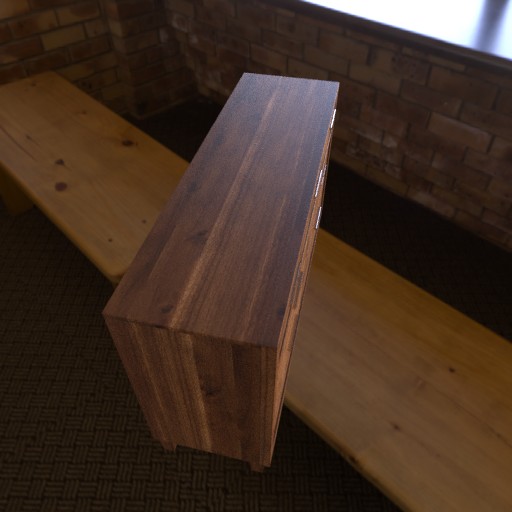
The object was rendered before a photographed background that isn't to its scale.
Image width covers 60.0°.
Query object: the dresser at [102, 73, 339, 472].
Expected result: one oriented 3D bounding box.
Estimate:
[{"bbox_3d":[0.000,0.000,1.822,0.438,0.892,1.387,10,47,9],"label":"dresser"}]
